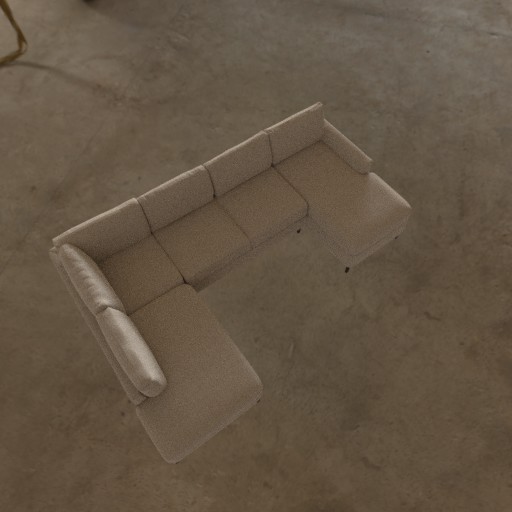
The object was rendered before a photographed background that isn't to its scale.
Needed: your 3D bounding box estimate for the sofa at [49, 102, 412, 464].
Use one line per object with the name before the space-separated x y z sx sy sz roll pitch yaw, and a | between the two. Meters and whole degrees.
sofa | 0.000 0.000 3.908 2.984 0.862 1.989 -32 64 -18
